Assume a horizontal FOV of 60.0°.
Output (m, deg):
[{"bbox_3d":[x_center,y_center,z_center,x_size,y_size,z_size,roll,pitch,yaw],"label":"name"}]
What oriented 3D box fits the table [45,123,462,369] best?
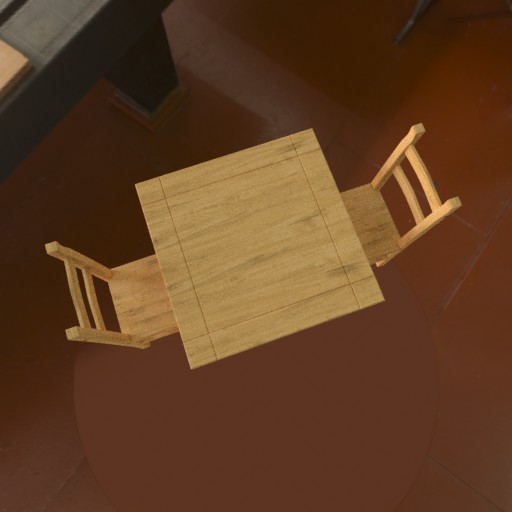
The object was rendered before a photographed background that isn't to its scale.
[{"bbox_3d":[0.000,0.000,2.088,1.501,0.942,0.813,-19,77,-5],"label":"table"}]
